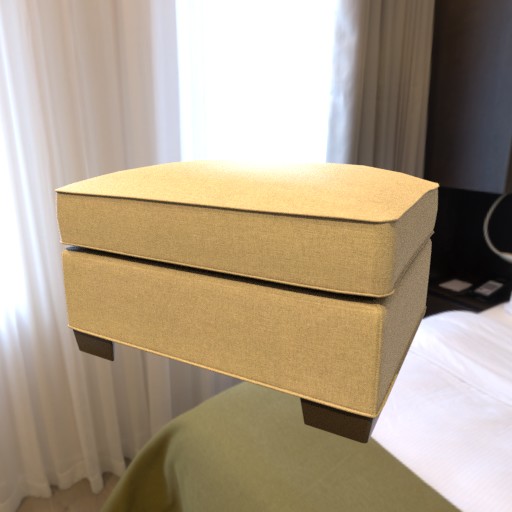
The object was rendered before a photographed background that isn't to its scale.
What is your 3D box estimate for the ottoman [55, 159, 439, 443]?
[{"bbox_3d":[0.000,0.000,1.216,0.843,0.504,0.619,8,18,27],"label":"ottoman"}]
